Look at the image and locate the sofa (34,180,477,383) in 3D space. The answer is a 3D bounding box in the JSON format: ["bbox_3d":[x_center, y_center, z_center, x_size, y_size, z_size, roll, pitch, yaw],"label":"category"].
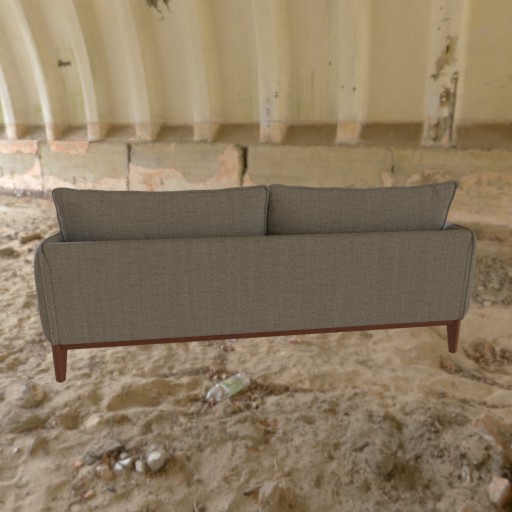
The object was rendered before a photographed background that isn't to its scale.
[{"bbox_3d":[0.000,0.000,2.386,1.989,0.851,0.972,-2,15,-8],"label":"sofa"}]
